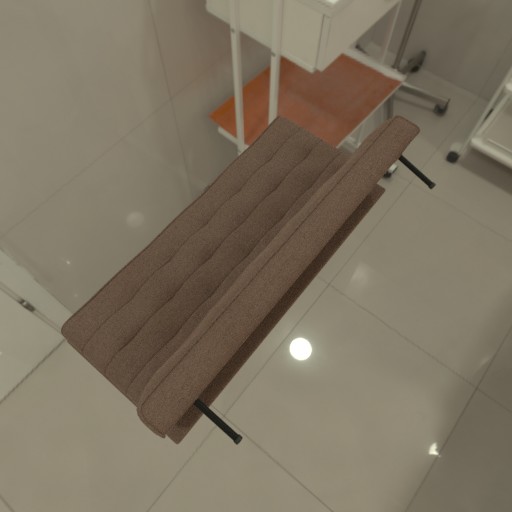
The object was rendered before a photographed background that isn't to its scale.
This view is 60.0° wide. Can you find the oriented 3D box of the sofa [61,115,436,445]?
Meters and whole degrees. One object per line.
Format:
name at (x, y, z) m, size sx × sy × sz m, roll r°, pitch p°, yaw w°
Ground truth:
sofa at (0.000, 0.000, 2.262) m, size 1.038 × 0.810 × 1.820 m, roll 36°, pitch 69°, yaw 16°
